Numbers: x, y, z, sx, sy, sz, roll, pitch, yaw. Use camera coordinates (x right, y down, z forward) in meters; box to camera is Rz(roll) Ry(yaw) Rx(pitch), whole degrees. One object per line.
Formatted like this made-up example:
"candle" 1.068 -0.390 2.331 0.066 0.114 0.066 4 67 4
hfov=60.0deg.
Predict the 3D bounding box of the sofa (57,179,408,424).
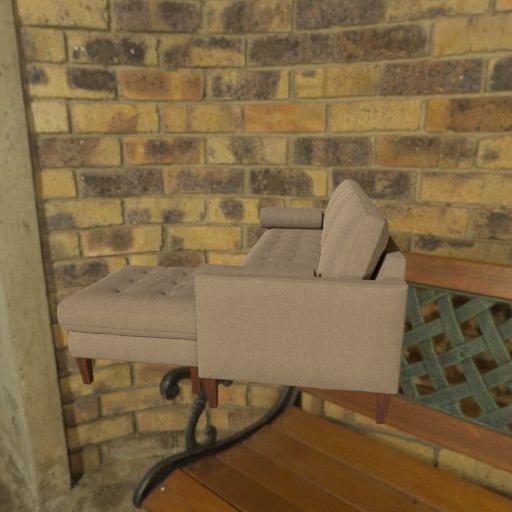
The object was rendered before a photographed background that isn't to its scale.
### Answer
"sofa" 0.000 0.000 2.837 1.506 0.875 2.178 2 14 9
